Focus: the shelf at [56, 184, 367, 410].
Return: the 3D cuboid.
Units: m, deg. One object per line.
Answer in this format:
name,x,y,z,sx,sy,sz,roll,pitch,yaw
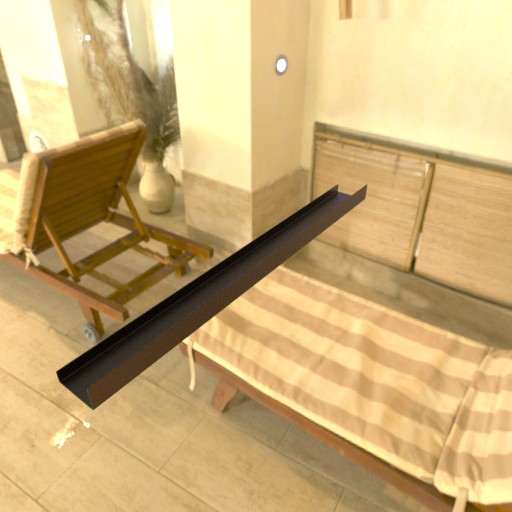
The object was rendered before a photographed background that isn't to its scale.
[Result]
shelf,0.000,0.000,0.987,0.092,0.049,0.924,22,39,31
